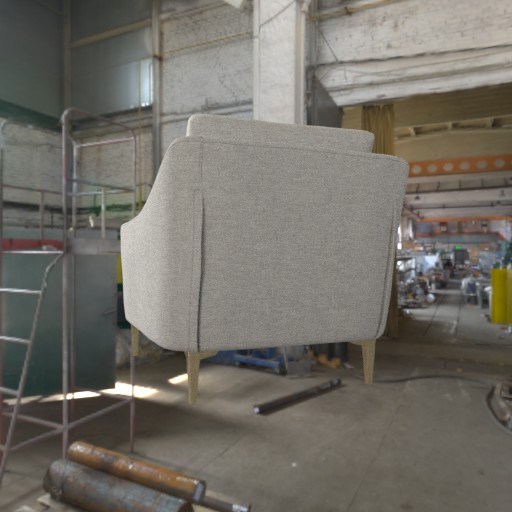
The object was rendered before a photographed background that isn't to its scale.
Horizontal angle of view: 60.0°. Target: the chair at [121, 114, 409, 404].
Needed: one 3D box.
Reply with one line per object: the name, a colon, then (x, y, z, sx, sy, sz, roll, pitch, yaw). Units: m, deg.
chair: (0.000, 0.000, 1.753, 0.986, 0.902, 0.961, 0, 0, -20)
